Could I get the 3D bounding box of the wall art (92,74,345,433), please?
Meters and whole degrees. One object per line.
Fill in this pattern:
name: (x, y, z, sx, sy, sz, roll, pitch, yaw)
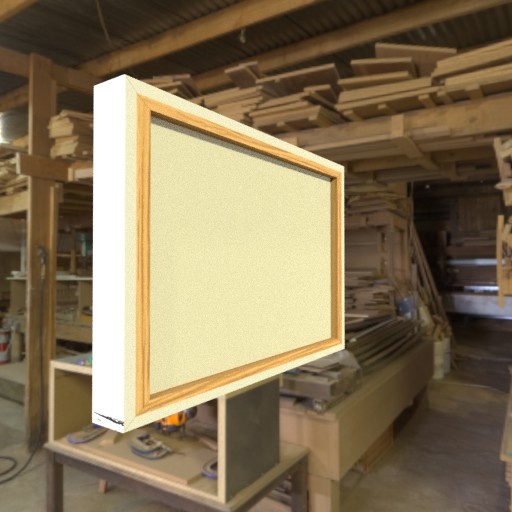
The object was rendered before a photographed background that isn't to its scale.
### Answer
wall art: (0.000, 0.000, 0.485, 0.038, 0.259, 0.381, -1, -1, 36)
